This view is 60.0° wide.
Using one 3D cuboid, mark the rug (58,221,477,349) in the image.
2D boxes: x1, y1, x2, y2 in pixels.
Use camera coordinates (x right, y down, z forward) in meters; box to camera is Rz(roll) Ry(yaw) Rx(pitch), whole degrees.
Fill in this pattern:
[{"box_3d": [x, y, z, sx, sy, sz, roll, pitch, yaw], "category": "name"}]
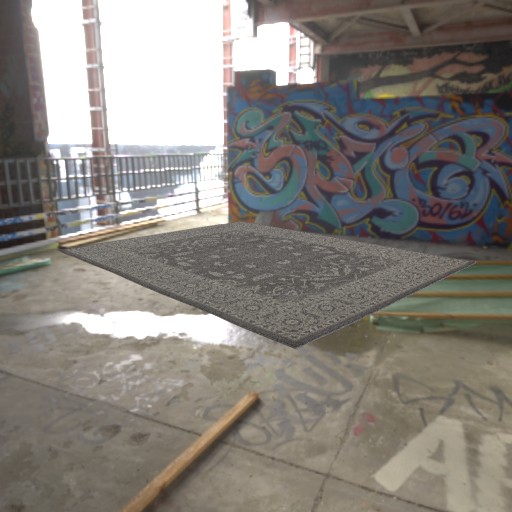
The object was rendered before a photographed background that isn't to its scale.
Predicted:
[{"box_3d": [0.000, 0.000, 4.122, 2.451, 0.026, 3.069, -14, 19, -43], "category": "rug"}]
